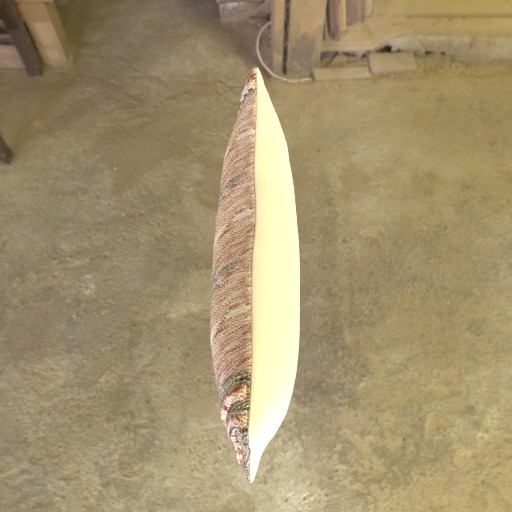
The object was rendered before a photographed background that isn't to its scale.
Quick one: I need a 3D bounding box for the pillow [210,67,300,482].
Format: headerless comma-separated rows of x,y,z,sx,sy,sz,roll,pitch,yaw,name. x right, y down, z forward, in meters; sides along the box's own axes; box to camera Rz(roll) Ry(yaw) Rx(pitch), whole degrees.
0.000,0.000,0.720,0.139,0.282,0.635,1,58,0,pillow
